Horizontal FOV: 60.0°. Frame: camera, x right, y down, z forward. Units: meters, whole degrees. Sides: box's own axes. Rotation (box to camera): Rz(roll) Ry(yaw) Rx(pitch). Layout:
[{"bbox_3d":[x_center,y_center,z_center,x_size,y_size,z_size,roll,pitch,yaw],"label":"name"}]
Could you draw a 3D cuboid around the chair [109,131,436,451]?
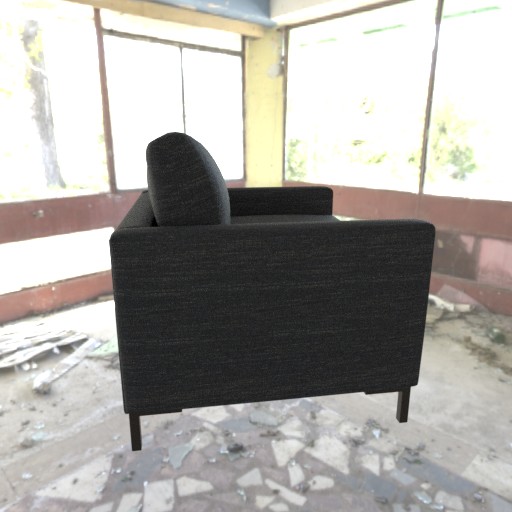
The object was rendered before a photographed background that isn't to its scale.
[{"bbox_3d":[0.000,0.000,1.605,0.866,0.861,0.963,-2,15,-9],"label":"chair"}]
